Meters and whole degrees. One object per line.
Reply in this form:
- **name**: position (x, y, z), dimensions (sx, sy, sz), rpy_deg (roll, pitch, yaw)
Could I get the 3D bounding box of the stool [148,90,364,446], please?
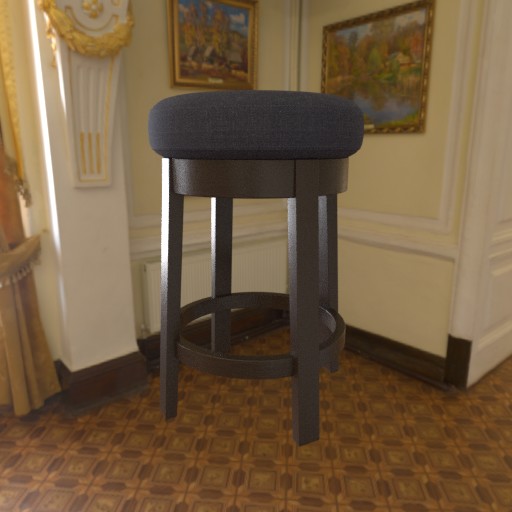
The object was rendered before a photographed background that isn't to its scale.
- **stool**: position (0.000, 0.000, 0.968), dimensions (0.449, 0.655, 0.449), rpy_deg (0, 14, 0)
